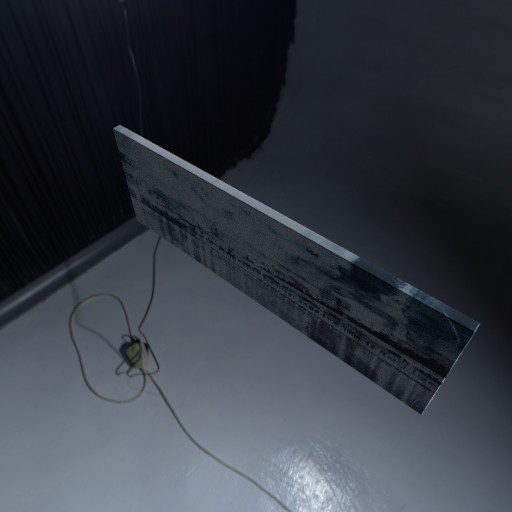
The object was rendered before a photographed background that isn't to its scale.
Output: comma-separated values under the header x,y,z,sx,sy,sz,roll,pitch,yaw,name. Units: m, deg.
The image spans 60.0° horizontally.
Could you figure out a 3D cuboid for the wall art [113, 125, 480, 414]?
x,y,z,sx,sy,sz,roll,pitch,yaw,name
0.000,0.000,1.683,1.524,0.509,0.037,32,55,26,wall art
